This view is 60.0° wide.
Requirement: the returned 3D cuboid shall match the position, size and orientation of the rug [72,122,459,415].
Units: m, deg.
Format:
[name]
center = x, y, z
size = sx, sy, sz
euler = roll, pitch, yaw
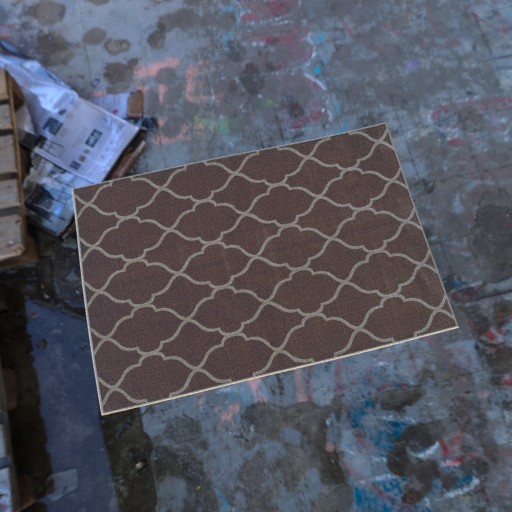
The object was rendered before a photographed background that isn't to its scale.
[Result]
[rug]
center = 0.000, 0.000, 2.941
size = 2.294, 0.014, 1.528
euler = -13, 75, -3
